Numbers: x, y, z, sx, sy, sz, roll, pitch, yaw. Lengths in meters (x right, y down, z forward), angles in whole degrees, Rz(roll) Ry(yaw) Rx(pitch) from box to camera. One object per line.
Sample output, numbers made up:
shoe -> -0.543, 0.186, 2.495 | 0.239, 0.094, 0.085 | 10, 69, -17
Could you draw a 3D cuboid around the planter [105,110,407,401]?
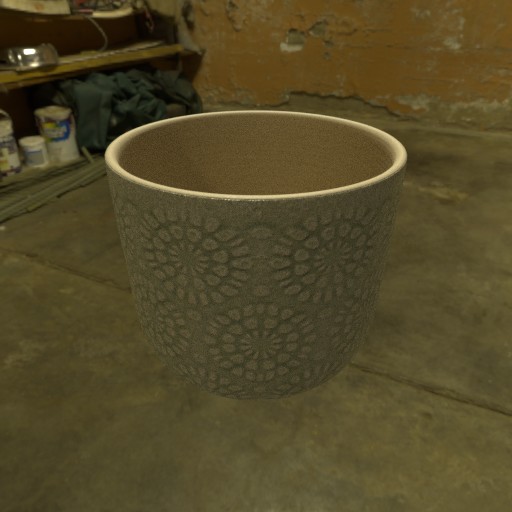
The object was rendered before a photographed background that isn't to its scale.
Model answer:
planter -> 0.000, 0.000, 0.296 | 0.169, 0.153, 0.169 | 0, 30, 0
